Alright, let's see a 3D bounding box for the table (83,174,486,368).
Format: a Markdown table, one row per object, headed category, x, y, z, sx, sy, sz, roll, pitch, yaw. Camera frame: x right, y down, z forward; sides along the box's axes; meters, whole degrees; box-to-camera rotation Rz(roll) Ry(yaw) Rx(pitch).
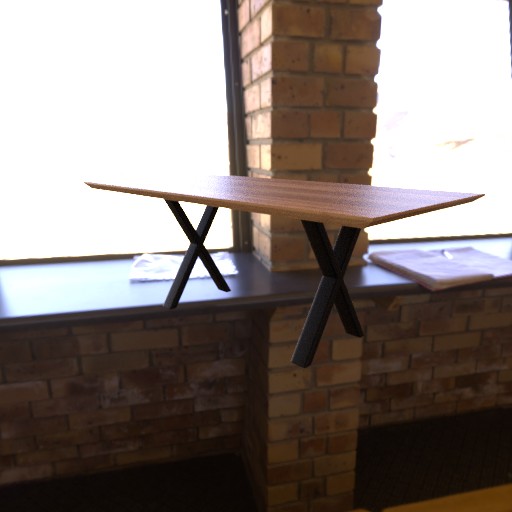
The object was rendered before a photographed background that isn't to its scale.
| category | x | y | z | sx | sy | sz | roll | pitch | yaw |
| --- | --- | --- | --- | --- | --- | --- | --- | --- | --- |
| table | 0.000 | 0.000 | 2.480 | 2.000 | 0.770 | 1.000 | 14 | 19 | 43 |
